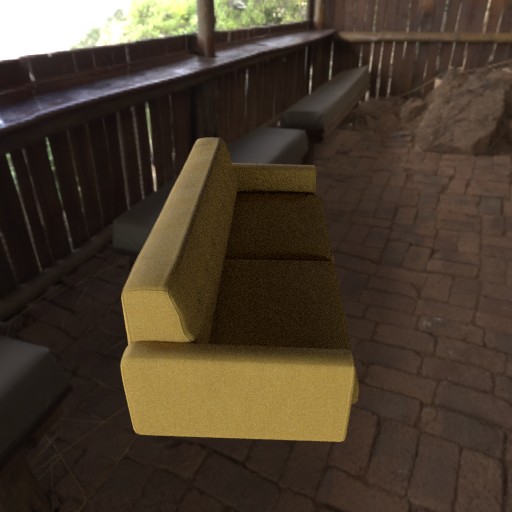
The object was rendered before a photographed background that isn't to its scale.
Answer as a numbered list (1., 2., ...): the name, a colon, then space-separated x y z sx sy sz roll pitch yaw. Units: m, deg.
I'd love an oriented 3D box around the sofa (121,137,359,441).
1. sofa: 0.000 0.000 2.511 0.909 0.841 2.029 1 32 2
